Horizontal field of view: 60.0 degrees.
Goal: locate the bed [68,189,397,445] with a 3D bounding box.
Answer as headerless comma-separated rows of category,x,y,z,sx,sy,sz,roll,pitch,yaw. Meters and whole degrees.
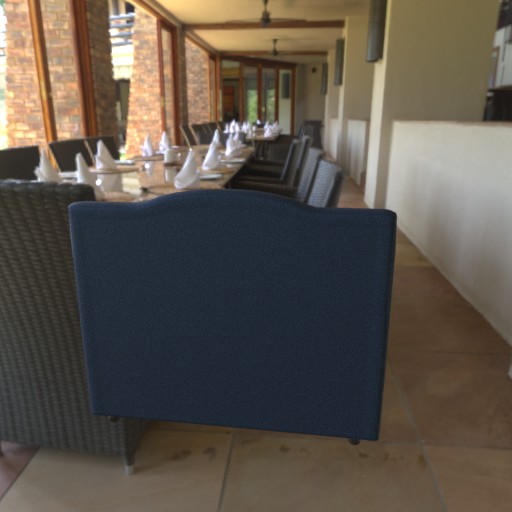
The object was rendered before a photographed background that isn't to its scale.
bed,0.000,0.000,3.566,1.741,1.441,2.507,2,17,8
